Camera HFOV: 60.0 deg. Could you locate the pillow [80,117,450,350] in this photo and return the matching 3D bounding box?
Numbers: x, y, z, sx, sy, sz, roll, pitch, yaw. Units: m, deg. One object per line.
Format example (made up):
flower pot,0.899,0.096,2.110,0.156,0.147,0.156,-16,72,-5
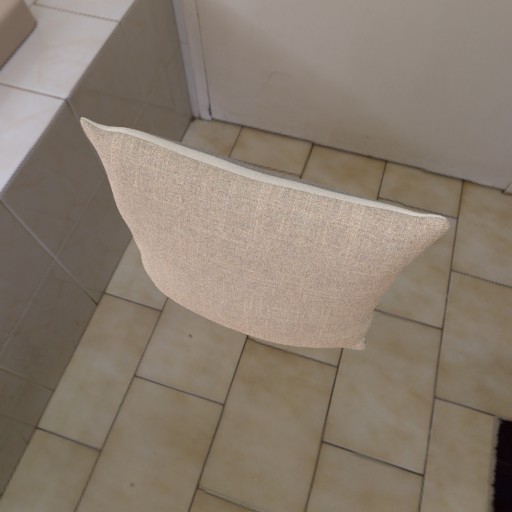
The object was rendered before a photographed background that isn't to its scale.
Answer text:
pillow,0.000,0.000,0.672,0.439,0.440,0.182,18,65,9
